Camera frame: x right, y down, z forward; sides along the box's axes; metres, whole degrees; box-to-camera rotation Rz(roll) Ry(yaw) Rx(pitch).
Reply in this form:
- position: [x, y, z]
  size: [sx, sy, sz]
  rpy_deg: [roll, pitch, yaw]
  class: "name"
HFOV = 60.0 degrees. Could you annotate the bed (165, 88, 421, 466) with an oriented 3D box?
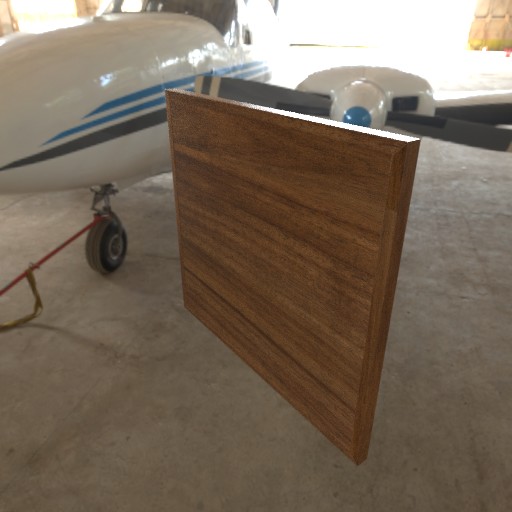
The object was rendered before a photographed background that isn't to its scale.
- position: [0.000, 0.000, 1.458]
  size: [0.043, 0.940, 1.041]
  rpy_deg: [-19, 33, -32]
  class: "bed"
